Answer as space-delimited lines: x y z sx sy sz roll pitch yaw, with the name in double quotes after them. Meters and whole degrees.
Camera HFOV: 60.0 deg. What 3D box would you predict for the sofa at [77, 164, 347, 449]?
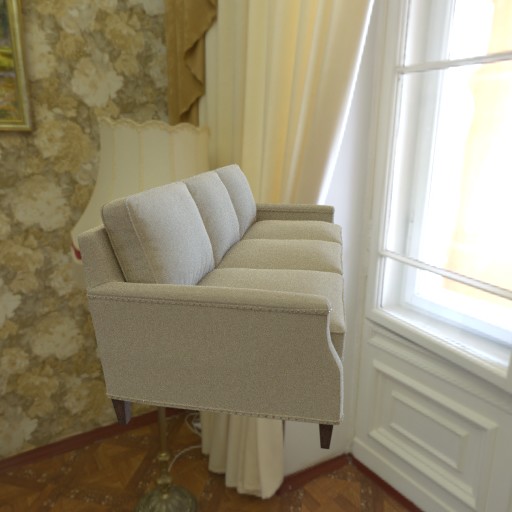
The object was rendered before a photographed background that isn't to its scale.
0.000 0.000 2.768 1.084 1.003 2.246 3 16 10 "sofa"
